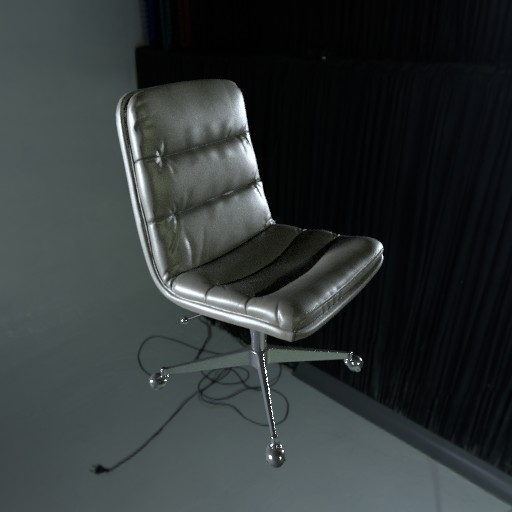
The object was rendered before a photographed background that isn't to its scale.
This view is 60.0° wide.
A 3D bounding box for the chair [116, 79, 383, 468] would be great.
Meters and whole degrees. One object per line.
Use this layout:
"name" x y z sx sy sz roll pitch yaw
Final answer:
"chair" 0.000 0.000 1.035 0.485 0.738 0.422 19 33 32
